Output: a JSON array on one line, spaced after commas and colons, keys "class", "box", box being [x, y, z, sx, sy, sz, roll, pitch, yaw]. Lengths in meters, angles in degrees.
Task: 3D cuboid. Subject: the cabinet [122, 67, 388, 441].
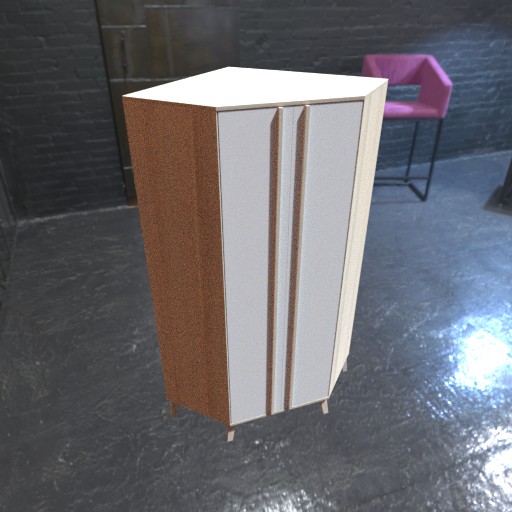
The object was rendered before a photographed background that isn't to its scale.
[{"class": "cabinet", "box": [0.000, 0.000, 2.631, 1.272, 1.957, 0.969, -10, 32, -16]}]
